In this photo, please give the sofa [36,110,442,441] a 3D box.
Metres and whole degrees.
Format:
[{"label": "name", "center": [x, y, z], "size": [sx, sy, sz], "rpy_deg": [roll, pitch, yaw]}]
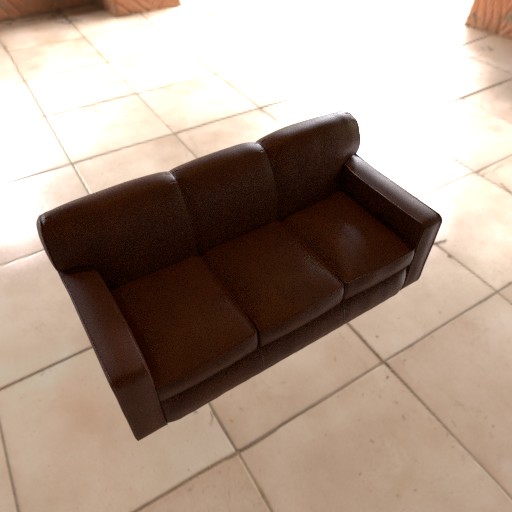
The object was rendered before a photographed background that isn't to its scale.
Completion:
[{"label": "sofa", "center": [0.000, 0.000, 2.589], "size": [2.039, 0.953, 1.008], "rpy_deg": [-25, 51, -22]}]
